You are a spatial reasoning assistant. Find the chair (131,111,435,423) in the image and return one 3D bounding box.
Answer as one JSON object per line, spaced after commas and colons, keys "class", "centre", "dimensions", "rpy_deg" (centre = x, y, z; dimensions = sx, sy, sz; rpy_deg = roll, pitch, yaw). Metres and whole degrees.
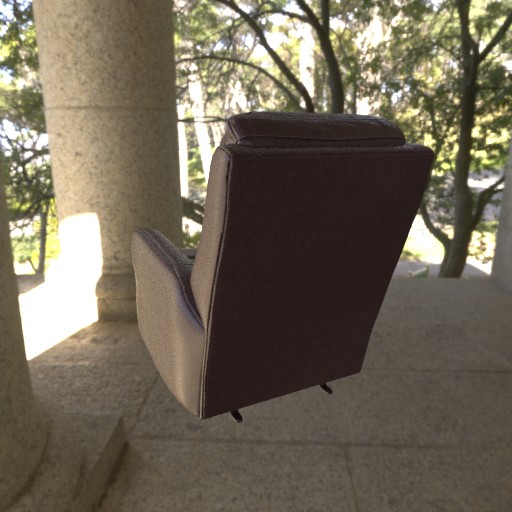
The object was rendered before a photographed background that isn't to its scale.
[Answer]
{"class": "chair", "centre": [0.000, 0.000, 1.740], "dimensions": [0.829, 1.030, 1.080], "rpy_deg": [-7, 16, -26]}
